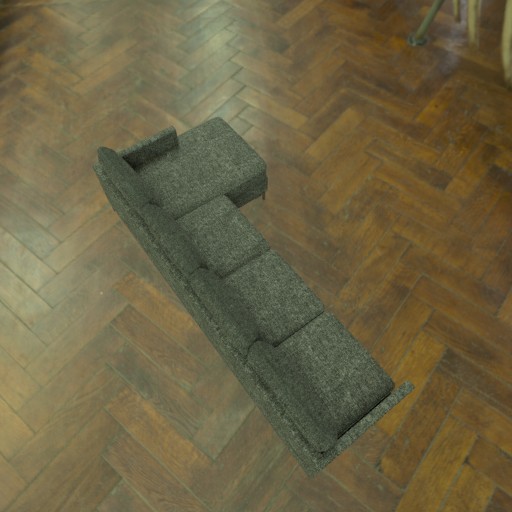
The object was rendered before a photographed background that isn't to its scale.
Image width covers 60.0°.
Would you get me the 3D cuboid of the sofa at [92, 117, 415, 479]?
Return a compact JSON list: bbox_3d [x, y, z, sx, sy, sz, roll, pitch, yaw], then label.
[{"bbox_3d":[0.000,0.000,4.039,1.488,0.970,3.384,-33,64,-18],"label":"sofa"}]
